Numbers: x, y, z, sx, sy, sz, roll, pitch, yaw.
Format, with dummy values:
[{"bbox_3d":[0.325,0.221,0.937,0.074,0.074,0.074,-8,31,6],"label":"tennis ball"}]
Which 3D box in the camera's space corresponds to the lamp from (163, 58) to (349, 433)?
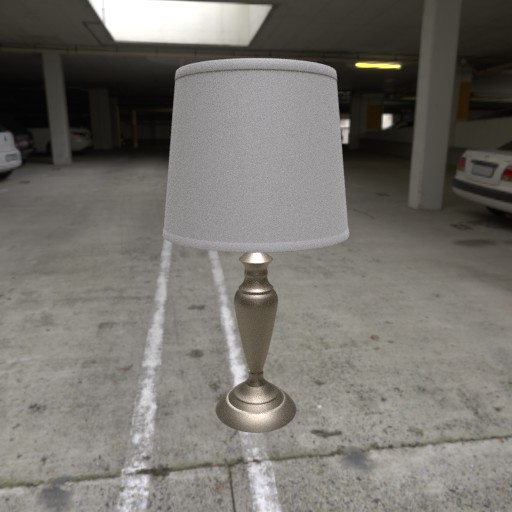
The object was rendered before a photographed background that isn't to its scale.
[{"bbox_3d":[0.000,0.000,0.806,0.328,0.619,0.328,0,14,0],"label":"lamp"}]
